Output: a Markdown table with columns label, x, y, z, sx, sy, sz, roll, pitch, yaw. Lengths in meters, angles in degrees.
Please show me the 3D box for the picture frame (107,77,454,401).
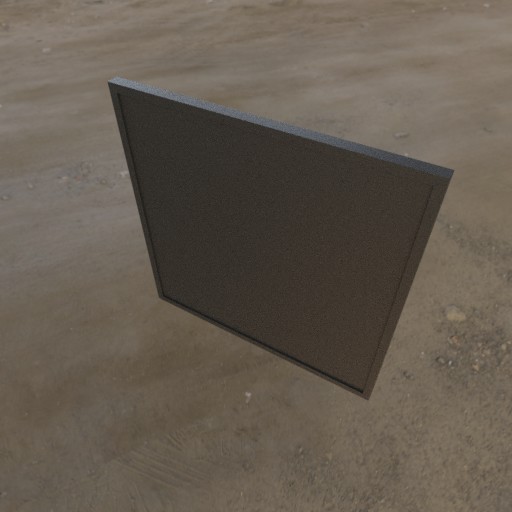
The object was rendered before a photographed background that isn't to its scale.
| label | x | y | z | sx | sy | sz | roll | pitch | yaw |
| --- | --- | --- | --- | --- | --- | --- | --- | --- | --- |
| picture frame | 0.000 | 0.000 | 1.166 | 0.775 | 0.775 | 0.032 | 22 | 49 | 21 |
